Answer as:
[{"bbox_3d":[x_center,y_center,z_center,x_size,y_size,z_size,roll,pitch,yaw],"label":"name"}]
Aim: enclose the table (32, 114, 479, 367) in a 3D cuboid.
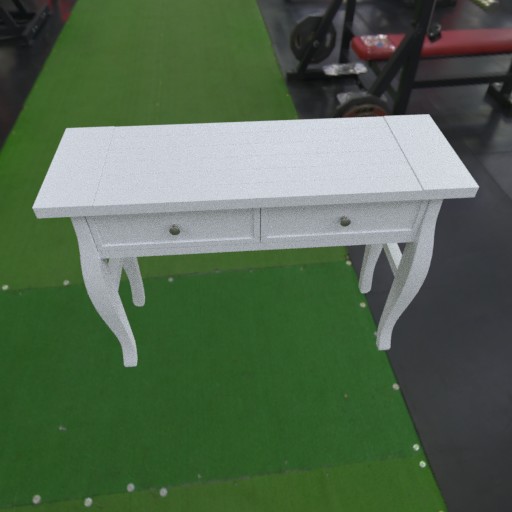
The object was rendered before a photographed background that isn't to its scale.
[{"bbox_3d":[0.000,0.000,1.449,1.062,0.768,0.373,-3,46,-3],"label":"table"}]
